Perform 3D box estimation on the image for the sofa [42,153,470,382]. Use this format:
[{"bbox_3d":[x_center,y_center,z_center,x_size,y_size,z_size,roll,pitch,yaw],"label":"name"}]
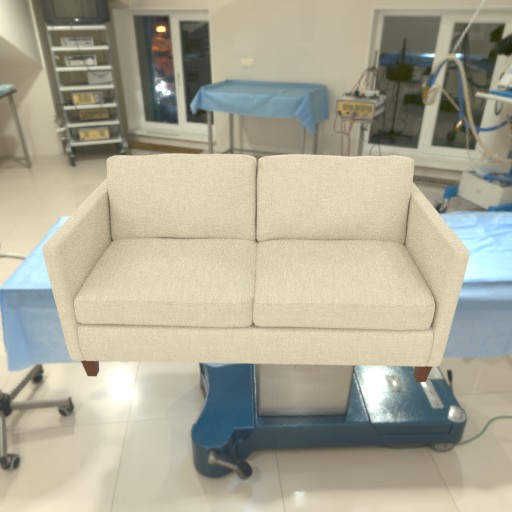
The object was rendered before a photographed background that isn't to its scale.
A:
[{"bbox_3d":[0.000,0.000,2.392,1.838,0.963,0.950,1,29,1],"label":"sofa"}]
